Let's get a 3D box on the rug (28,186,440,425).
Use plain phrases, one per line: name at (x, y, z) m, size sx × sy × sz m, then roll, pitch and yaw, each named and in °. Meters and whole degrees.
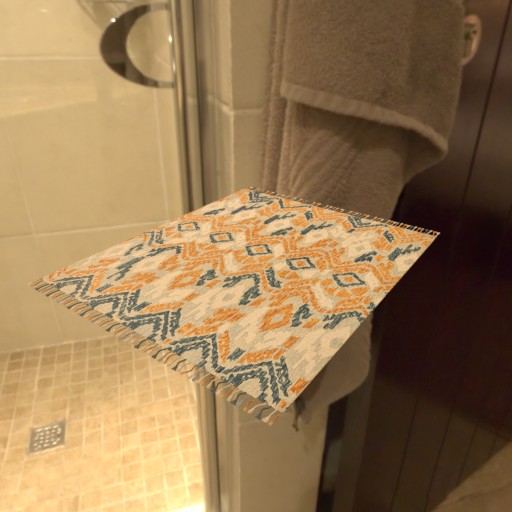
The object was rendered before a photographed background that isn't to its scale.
rug at (0.000, 0.000, 4.086) m, size 2.439 × 0.010 × 3.048 m, roll 19°, pitch 33°, yaw 32°
